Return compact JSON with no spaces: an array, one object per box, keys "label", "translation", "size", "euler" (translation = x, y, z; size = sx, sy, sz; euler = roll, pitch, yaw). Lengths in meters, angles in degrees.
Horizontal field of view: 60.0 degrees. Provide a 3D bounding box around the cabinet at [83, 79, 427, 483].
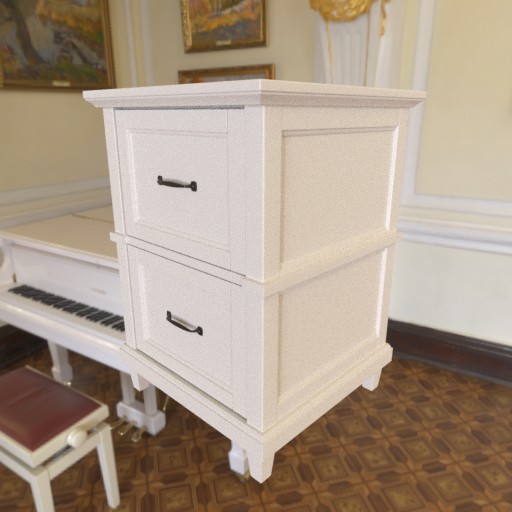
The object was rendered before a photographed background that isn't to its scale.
[{"label":"cabinet","translation":[0.000,0.000,1.110],"size":[0.544,0.775,0.547],"euler":[17,24,41]}]
